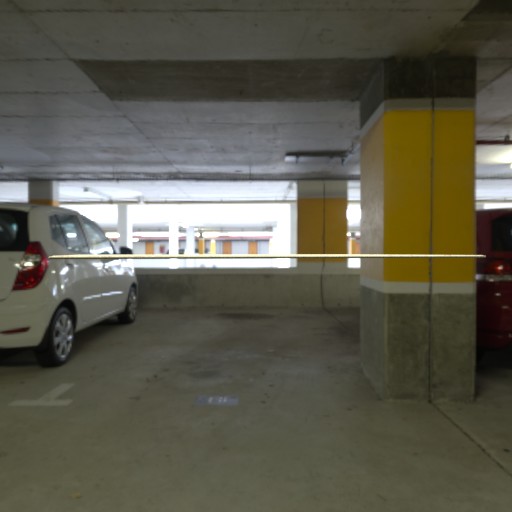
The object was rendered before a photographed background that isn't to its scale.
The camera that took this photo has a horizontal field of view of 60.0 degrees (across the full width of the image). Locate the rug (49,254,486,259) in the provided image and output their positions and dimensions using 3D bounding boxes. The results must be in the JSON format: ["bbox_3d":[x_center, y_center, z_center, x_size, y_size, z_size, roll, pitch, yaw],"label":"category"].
[{"bbox_3d":[0.000,0.000,3.494,2.746,0.018,1.819,0,0,-17],"label":"rug"}]
